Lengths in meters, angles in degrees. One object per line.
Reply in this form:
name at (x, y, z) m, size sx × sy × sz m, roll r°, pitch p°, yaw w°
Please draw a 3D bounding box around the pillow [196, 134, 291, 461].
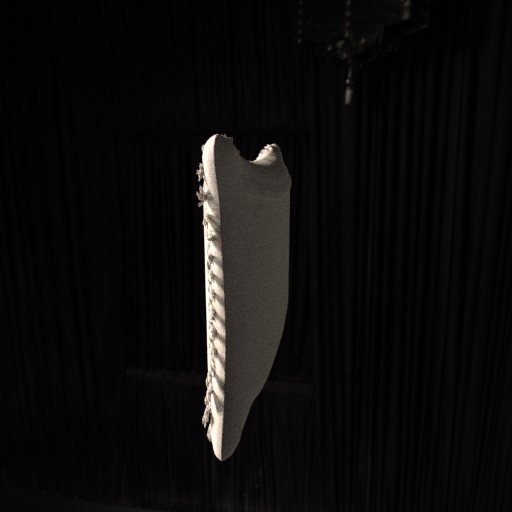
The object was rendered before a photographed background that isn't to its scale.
pillow at (0.000, 0.000, 0.601) m, size 0.084 × 0.305 × 0.466 m, roll 2°, pitch 14°, yaw 8°
